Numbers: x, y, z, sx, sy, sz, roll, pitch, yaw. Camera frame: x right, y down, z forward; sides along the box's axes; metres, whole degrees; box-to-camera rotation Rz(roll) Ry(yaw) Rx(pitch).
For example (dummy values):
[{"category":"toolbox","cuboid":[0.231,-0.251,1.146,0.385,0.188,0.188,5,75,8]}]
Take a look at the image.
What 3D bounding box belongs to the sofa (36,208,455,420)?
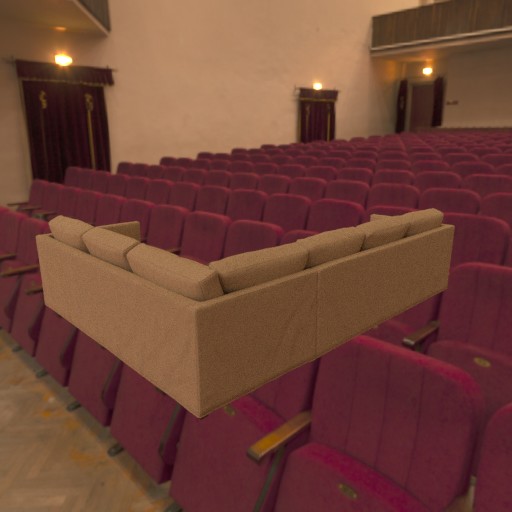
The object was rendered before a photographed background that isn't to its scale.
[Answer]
[{"category":"sofa","cuboid":[0.000,0.000,4.256,3.182,0.871,2.432,-14,21,-42]}]
